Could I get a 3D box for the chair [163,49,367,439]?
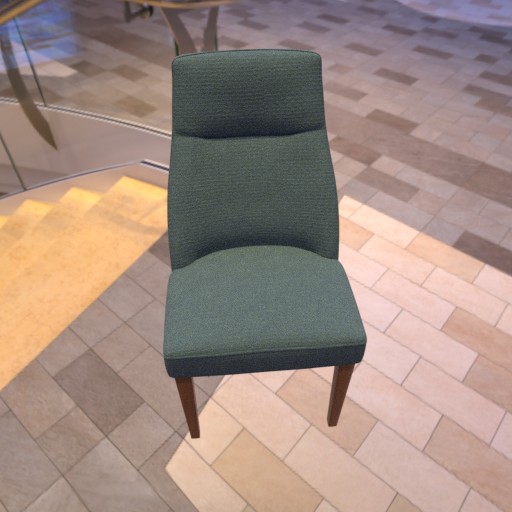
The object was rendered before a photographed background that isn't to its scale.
[{"bbox_3d":[0.000,0.000,1.253,0.500,0.930,0.620,-4,46,-4],"label":"chair"}]
